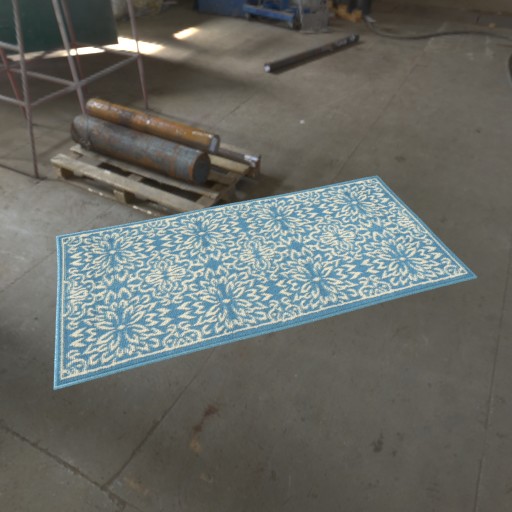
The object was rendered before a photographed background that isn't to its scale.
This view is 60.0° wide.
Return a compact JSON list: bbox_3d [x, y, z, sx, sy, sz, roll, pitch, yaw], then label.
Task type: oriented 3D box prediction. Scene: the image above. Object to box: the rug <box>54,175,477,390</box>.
[{"bbox_3d":[0.000,0.000,1.415,1.219,0.007,0.604,-12,44,-13],"label":"rug"}]
